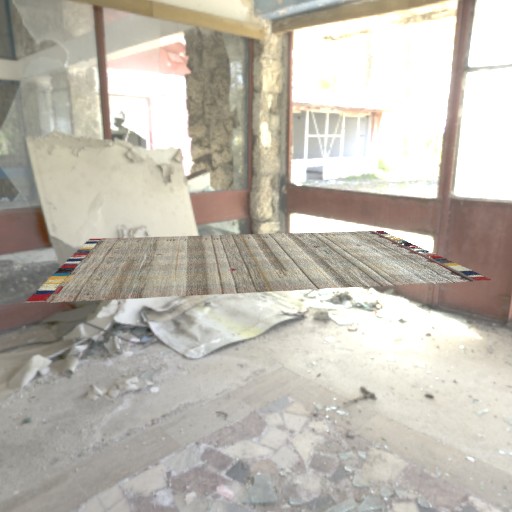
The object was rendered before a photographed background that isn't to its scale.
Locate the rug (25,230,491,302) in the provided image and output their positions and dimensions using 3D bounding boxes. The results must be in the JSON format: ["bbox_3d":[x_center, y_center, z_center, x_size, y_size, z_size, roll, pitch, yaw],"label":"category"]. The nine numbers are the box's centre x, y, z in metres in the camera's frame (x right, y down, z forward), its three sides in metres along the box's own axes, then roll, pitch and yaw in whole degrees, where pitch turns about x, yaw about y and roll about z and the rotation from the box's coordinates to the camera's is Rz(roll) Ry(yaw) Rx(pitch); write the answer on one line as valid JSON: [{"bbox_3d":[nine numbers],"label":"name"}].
[{"bbox_3d":[0.000,0.000,2.972,2.465,0.012,1.465,-2,15,-8],"label":"rug"}]
